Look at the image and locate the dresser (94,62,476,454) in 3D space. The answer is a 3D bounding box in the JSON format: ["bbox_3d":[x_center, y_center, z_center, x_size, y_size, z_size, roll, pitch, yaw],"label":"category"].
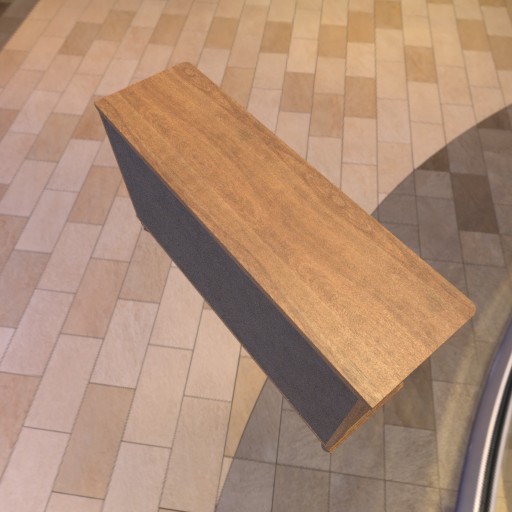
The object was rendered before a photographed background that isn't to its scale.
[{"bbox_3d":[0.000,0.000,1.962,0.468,0.892,1.583,-34,63,-20],"label":"dresser"}]
